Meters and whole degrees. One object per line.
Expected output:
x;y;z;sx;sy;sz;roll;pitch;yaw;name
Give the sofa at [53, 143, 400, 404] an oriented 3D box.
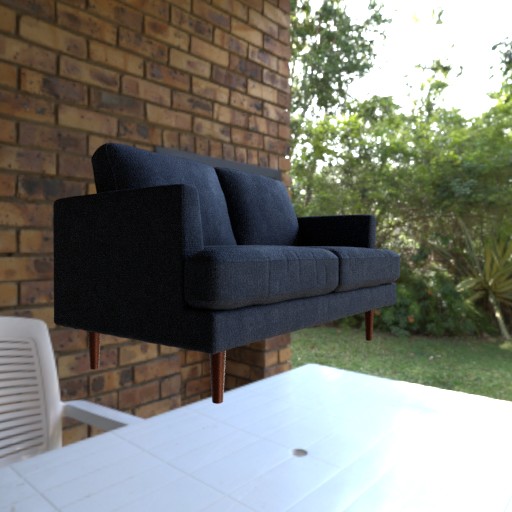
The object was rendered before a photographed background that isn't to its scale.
0.000;0.000;2.138;0.903;0.944;1.582;0;1;37;sofa
